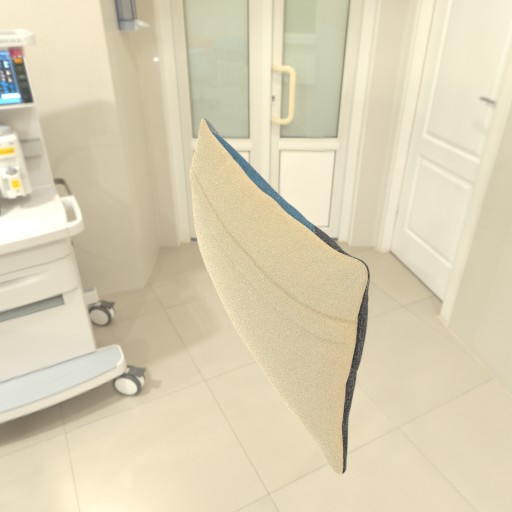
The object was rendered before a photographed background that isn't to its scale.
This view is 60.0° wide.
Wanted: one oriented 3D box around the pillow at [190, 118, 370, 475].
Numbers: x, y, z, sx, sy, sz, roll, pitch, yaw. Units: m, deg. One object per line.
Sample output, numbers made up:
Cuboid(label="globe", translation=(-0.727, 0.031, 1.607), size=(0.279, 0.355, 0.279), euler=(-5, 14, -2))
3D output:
Cuboid(label="pillow", translation=(0.000, 0.000, 0.713), size=(0.148, 0.307, 0.604), euler=(-11, 32, -18))
